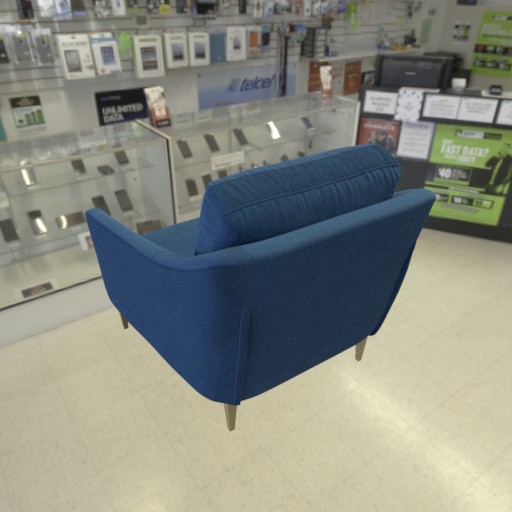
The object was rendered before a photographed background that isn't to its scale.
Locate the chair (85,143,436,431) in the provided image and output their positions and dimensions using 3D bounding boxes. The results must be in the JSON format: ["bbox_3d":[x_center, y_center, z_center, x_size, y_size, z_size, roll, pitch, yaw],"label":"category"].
[{"bbox_3d":[0.000,0.000,1.682,0.987,0.899,0.961,-19,36,-28],"label":"chair"}]
